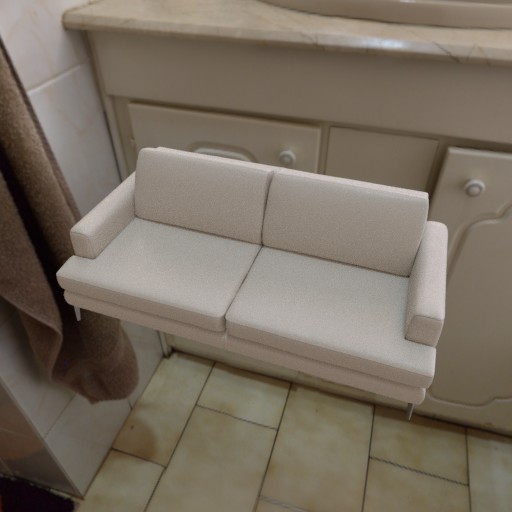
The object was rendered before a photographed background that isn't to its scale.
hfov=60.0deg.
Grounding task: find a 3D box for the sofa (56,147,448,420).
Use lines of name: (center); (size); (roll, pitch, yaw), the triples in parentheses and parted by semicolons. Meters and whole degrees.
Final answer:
sofa: (0.000, 0.000, 2.434); (1.940, 0.765, 0.974); (13, 42, 15)
